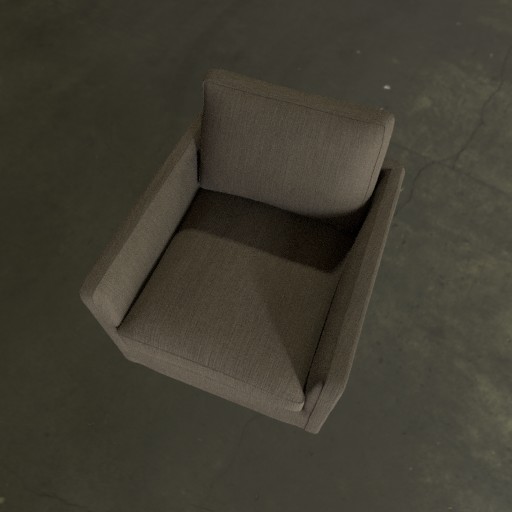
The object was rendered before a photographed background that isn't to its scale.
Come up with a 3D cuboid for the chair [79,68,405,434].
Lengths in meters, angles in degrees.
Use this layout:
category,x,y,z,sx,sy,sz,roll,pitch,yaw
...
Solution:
category,x,y,z,sx,sy,sz,roll,pitch,yaw
chair,0.000,0.000,1.482,0.763,0.811,0.834,18,60,11
